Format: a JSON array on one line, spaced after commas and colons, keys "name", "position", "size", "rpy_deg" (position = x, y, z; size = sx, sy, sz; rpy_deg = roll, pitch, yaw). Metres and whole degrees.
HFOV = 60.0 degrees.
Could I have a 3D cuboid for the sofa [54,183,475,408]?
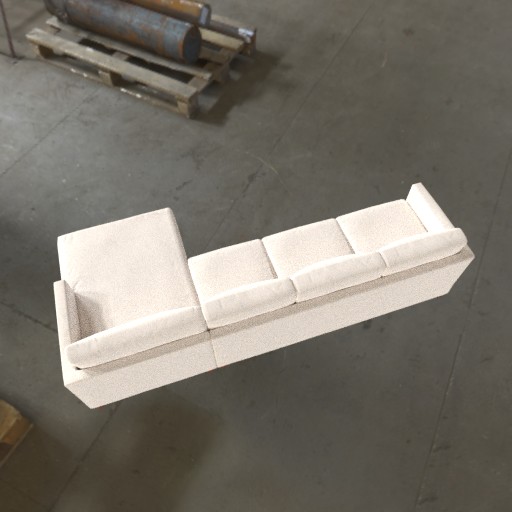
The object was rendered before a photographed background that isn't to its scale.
[{"name": "sofa", "position": [0.000, 0.000, 4.114], "size": [3.471, 0.954, 1.606], "rpy_deg": [-16, 58, -10]}]
